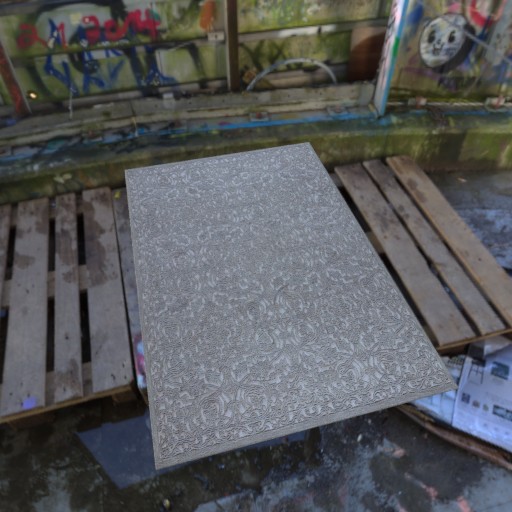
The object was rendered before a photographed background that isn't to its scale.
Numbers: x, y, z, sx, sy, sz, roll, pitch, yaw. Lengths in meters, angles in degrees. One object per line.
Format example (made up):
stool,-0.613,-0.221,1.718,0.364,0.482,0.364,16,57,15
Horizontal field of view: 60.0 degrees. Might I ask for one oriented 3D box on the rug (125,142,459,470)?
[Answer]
rug,0.000,0.000,2.289,1.221,0.006,1.827,-11,48,-10
